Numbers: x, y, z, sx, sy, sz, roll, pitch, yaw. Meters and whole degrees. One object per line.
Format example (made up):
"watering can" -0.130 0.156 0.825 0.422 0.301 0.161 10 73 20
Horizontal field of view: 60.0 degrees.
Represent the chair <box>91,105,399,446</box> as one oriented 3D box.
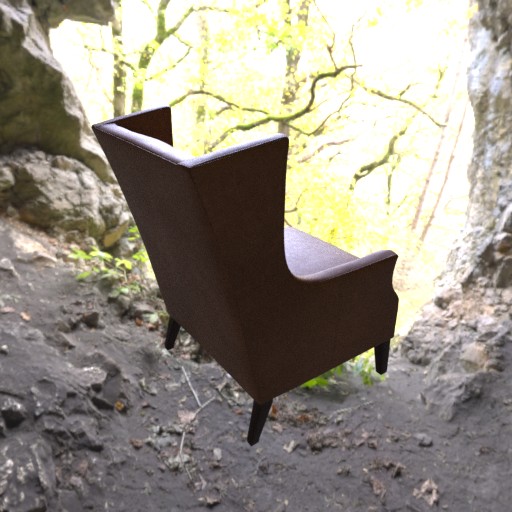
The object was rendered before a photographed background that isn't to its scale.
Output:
"chair" 0.000 0.000 1.742 0.913 1.088 0.815 -18 32 -32
